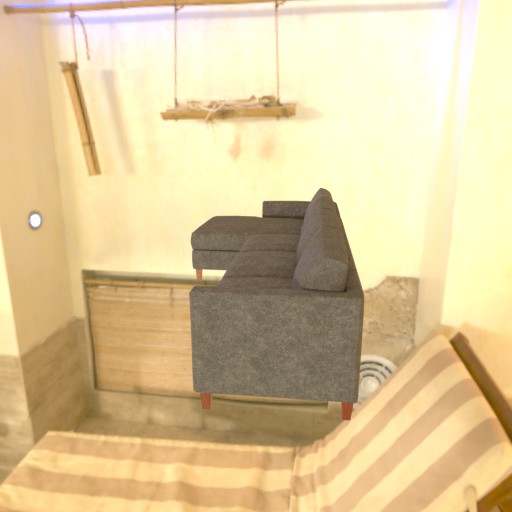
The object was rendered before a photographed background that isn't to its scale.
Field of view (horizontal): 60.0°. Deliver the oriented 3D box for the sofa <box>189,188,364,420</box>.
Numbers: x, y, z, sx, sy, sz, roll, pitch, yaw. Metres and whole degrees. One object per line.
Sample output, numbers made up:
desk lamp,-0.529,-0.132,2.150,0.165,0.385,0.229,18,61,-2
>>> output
sofa,0.000,0.000,4.069,1.606,0.954,3.471,2,15,7
